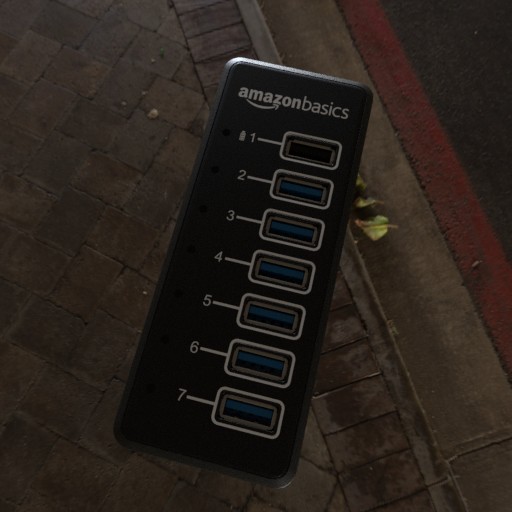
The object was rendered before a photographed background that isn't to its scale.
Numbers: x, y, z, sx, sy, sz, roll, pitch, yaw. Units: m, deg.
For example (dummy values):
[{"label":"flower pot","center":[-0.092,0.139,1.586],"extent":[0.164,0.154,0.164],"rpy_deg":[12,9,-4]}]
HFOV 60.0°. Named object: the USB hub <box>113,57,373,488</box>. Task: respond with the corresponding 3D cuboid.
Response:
[{"label":"USB hub","center":[0.000,0.000,0.126],"extent":[0.044,0.023,0.110],"rpy_deg":[13,76,4]}]
